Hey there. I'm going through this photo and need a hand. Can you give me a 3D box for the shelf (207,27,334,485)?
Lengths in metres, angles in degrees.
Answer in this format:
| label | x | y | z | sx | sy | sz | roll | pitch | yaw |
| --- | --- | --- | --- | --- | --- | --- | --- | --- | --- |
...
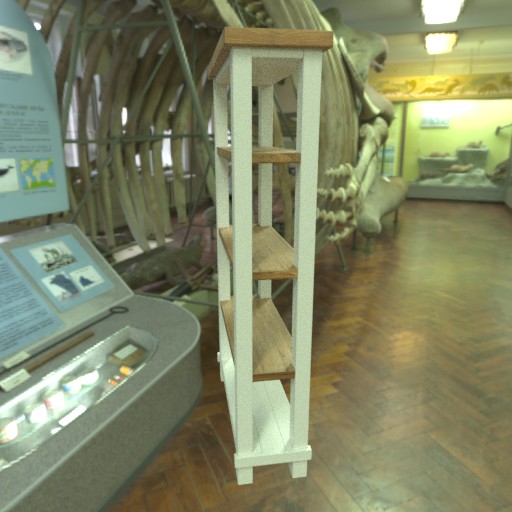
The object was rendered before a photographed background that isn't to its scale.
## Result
| label | x | y | z | sx | sy | sz | roll | pitch | yaw |
| --- | --- | --- | --- | --- | --- | --- | --- | --- | --- |
| shelf | 0.000 | 0.000 | 2.241 | 0.381 | 1.878 | 1.022 | -2 | 16 | -9 |
